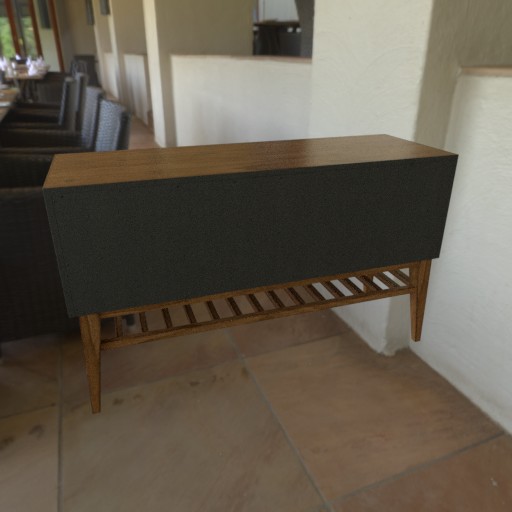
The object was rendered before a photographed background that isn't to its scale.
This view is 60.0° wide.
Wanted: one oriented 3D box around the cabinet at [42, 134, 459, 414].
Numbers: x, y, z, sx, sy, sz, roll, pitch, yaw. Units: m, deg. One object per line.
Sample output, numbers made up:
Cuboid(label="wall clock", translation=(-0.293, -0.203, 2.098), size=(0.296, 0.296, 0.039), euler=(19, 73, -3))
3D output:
Cuboid(label="cabinet", translation=(0.000, 0.000, 1.753), size=(1.363, 0.802, 0.477), euler=(-8, 26, -17))
